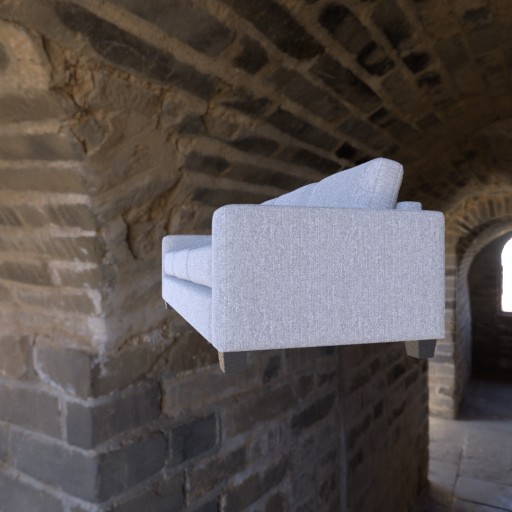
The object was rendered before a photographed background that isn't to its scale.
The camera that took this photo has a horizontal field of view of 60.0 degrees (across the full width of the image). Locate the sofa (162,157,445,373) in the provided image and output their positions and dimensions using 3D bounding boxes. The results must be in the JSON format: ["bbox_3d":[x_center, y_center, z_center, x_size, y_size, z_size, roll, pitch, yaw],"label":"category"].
[{"bbox_3d":[0.000,0.000,2.574,0.900,0.800,2.120,0,0,-17],"label":"sofa"}]
